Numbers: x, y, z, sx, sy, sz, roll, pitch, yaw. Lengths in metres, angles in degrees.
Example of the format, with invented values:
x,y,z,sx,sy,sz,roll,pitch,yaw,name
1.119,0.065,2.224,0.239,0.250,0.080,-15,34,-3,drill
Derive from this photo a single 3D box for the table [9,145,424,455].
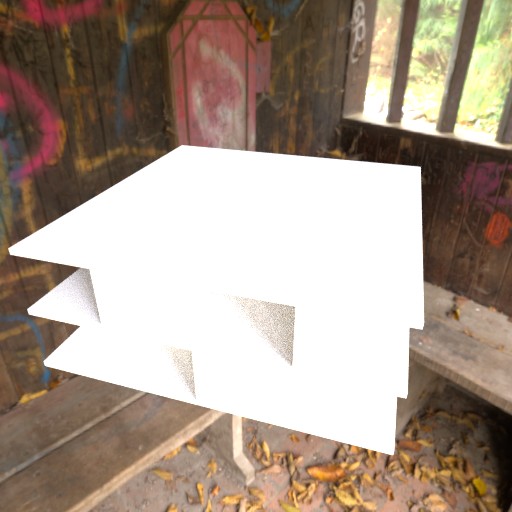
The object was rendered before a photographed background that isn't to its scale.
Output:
x,y,z,sx,sy,sz,roll,pitch,yaw,name
0.000,0.000,1.055,0.700,0.289,0.700,9,31,15,table
